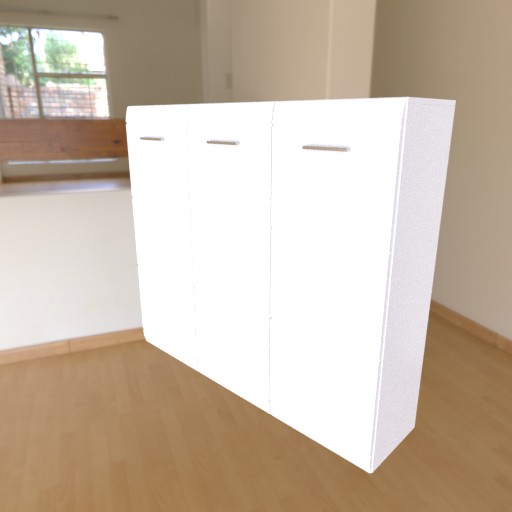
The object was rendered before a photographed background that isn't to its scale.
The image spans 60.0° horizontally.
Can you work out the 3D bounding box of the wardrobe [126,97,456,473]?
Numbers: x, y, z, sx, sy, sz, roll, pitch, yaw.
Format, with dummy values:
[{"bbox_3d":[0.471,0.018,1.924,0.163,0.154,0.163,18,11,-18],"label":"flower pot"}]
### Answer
[{"bbox_3d":[0.000,0.000,1.845,1.340,1.200,0.360,16,23,41],"label":"wardrobe"}]
